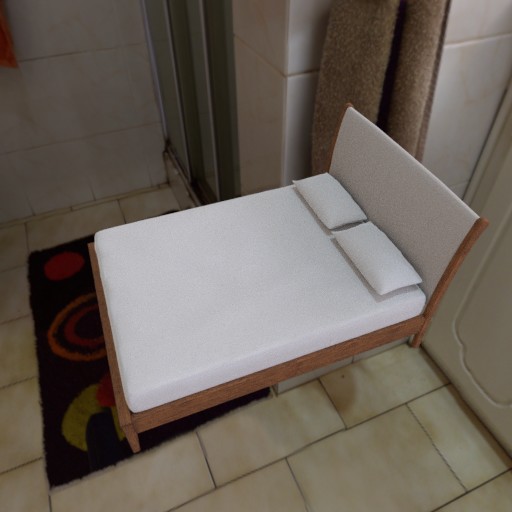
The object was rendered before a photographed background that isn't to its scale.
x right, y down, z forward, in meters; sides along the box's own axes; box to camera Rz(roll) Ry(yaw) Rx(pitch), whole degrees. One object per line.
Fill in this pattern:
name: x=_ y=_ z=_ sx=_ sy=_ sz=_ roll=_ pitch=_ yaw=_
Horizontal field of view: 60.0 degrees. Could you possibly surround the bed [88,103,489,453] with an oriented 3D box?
bed: x=0.000 y=0.000 z=2.943 sx=2.108 sy=1.135 sz=1.502 roll=-15 pitch=47 yaw=-15
